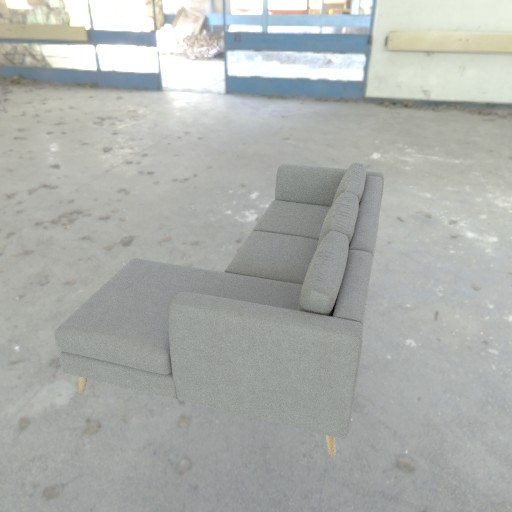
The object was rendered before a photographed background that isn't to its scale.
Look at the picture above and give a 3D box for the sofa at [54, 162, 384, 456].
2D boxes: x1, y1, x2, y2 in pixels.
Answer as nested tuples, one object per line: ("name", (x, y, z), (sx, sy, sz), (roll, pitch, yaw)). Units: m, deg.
("sofa", (0.000, 0.000, 3.092), (1.580, 0.860, 2.300), (8, 31, 14))
